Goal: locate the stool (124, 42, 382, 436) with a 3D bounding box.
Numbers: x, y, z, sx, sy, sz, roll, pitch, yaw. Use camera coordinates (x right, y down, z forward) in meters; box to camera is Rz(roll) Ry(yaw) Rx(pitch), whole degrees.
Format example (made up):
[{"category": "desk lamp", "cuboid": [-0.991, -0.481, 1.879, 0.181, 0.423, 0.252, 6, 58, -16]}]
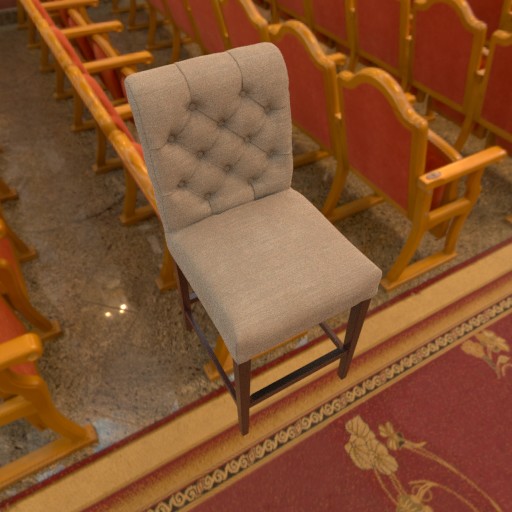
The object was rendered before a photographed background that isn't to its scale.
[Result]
[{"category": "stool", "cuboid": [0.000, 0.000, 1.456, 0.486, 1.084, 0.660, -23, 52, -19]}]
